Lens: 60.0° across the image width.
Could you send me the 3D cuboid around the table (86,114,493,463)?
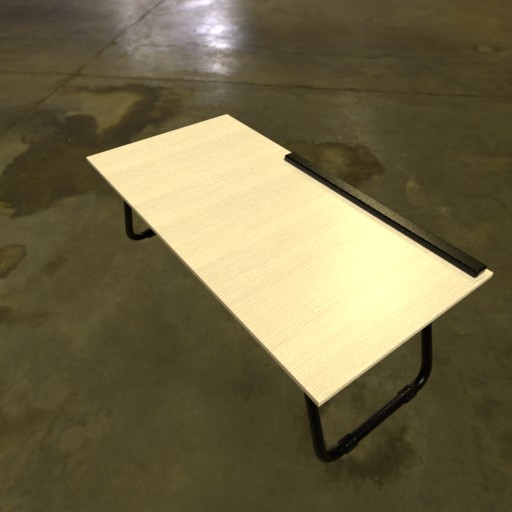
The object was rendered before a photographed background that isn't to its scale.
[{"bbox_3d":[0.000,0.000,0.792,0.322,0.242,0.644,-27,48,-27],"label":"table"}]
